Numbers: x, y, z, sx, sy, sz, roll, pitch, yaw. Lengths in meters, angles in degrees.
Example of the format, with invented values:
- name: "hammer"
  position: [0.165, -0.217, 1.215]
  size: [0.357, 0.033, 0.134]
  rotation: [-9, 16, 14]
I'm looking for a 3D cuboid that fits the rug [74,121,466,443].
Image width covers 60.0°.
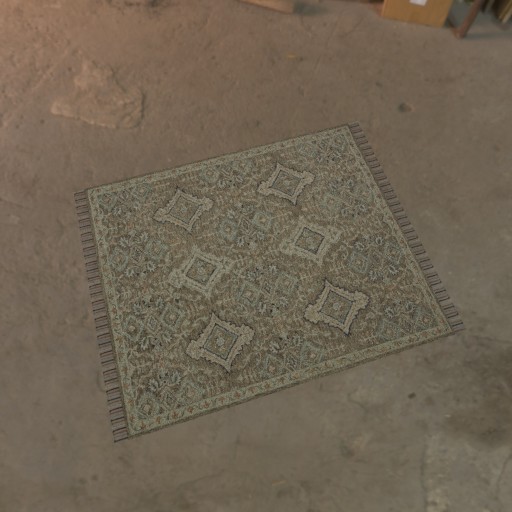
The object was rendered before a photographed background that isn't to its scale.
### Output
- name: "rug"
  position: [0.000, 0.000, 4.125]
  size: [3.056, 0.010, 2.437]
  rotation: [-16, 66, -7]
